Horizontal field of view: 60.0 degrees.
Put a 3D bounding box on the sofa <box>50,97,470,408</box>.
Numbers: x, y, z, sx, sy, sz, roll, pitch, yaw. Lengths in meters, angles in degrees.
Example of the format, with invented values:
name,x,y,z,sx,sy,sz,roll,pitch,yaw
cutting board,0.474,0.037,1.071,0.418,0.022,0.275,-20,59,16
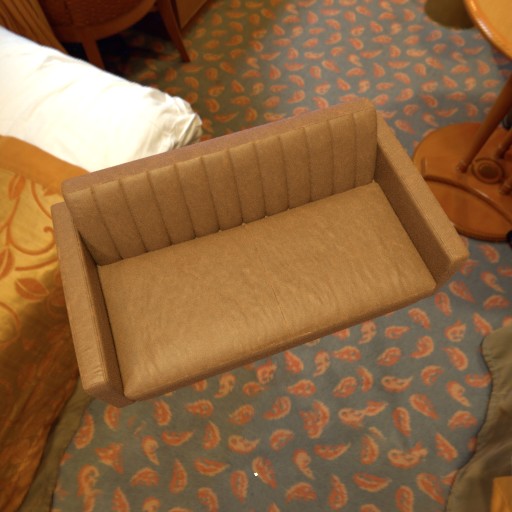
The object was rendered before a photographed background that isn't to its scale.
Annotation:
name,x,y,z,sx,sy,sz,roll,pitch,yaw
sofa,0.000,0.000,2.336,1.847,0.821,0.993,-18,65,-9
